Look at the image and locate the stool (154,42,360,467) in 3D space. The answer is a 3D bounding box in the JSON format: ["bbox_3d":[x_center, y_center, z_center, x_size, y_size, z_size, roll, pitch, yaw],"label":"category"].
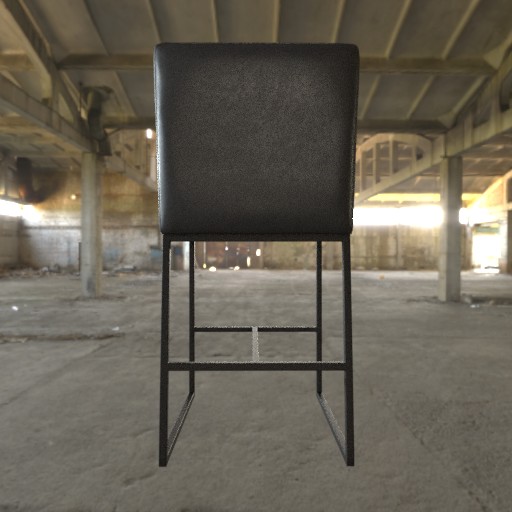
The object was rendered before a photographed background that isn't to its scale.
[{"bbox_3d":[0.000,0.000,1.222,0.457,0.938,0.552,0,0,0],"label":"stool"}]
